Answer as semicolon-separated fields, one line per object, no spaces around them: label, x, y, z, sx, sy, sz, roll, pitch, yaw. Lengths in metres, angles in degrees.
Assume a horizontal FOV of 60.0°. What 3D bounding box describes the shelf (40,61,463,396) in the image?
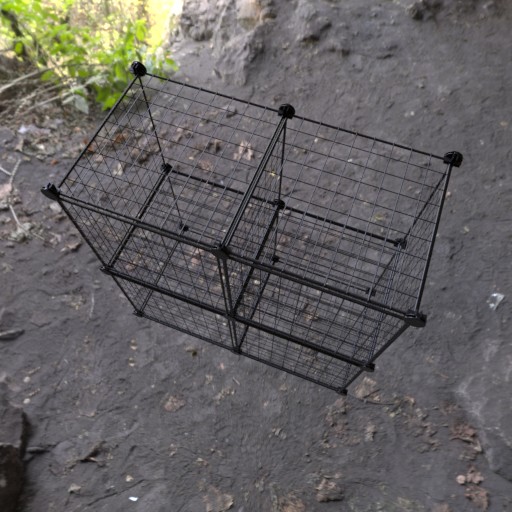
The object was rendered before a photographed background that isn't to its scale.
shelf;0.000;0.000;1.137;0.711;0.711;0.356;19;65;9
